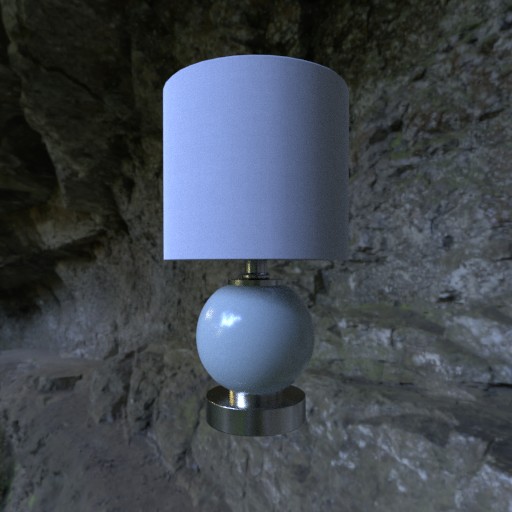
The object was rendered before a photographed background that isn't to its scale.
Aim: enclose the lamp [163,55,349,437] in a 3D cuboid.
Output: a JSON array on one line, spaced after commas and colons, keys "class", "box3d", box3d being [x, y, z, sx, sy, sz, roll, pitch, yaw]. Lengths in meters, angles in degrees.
[{"class": "lamp", "box3d": [0.000, 0.000, 0.487, 0.201, 0.353, 0.201, 0, -1, 1]}]
